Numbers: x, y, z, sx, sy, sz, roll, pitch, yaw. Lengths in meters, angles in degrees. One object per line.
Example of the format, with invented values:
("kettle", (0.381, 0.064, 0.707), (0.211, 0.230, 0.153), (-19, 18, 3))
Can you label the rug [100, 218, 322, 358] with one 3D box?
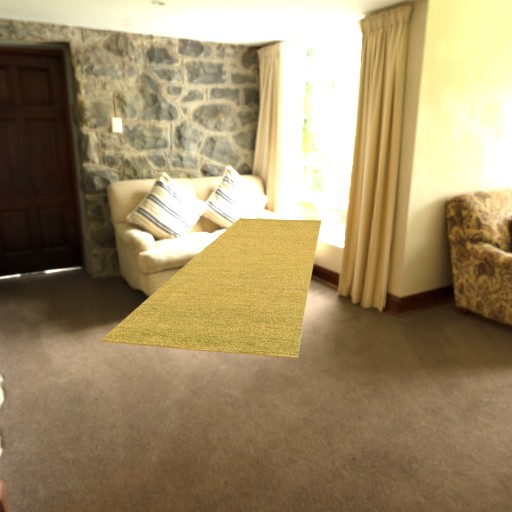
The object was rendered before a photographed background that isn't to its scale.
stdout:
("rug", (0.000, 0.000, 2.580), (0.686, 0.013, 2.340), (3, 16, 10))
